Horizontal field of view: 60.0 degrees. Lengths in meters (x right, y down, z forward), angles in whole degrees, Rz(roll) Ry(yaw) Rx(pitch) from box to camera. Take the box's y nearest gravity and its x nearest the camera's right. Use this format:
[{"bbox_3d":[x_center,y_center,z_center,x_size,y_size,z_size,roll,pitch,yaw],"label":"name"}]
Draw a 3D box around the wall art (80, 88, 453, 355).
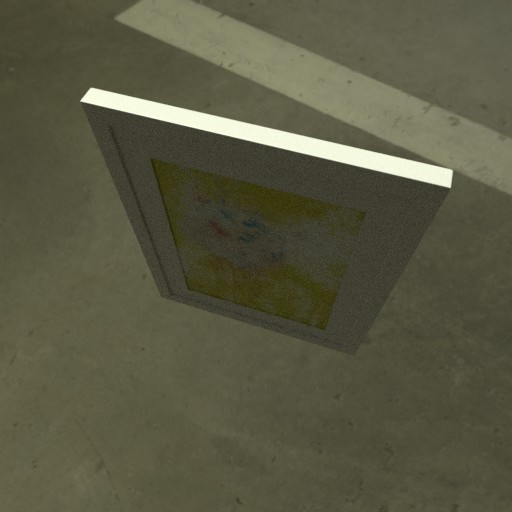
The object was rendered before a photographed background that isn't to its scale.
[{"bbox_3d":[0.000,0.000,0.760,0.454,0.556,0.028,16,60,9],"label":"wall art"}]
